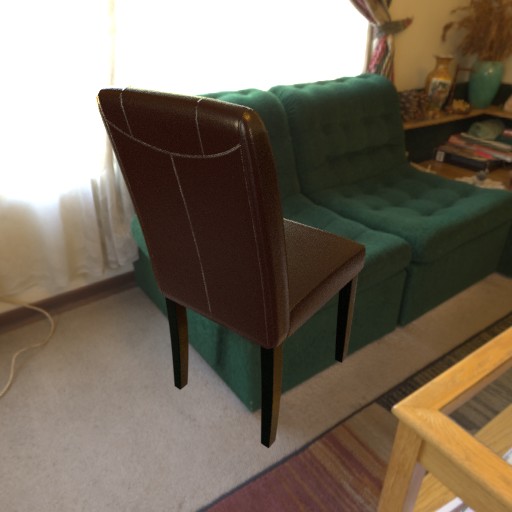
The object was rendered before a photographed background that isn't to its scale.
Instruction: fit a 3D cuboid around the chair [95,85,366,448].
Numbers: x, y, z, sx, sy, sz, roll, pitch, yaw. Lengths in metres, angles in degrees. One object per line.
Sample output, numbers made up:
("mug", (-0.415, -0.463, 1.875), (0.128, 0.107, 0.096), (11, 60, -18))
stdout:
("chair", (0.000, 0.000, 1.179), (0.399, 0.897, 0.556), (21, 36, 32))
